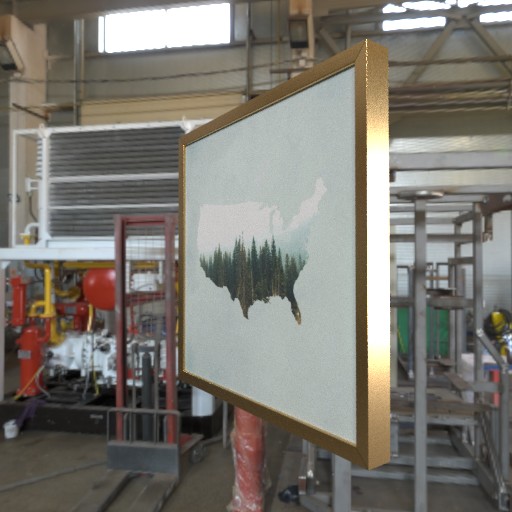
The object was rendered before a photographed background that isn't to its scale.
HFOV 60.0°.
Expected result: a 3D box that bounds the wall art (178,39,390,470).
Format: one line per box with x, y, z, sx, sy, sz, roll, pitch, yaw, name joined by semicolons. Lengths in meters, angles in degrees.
0.000;0.000;0.741;0.040;0.509;0.509;1;-1;-35;wall art
